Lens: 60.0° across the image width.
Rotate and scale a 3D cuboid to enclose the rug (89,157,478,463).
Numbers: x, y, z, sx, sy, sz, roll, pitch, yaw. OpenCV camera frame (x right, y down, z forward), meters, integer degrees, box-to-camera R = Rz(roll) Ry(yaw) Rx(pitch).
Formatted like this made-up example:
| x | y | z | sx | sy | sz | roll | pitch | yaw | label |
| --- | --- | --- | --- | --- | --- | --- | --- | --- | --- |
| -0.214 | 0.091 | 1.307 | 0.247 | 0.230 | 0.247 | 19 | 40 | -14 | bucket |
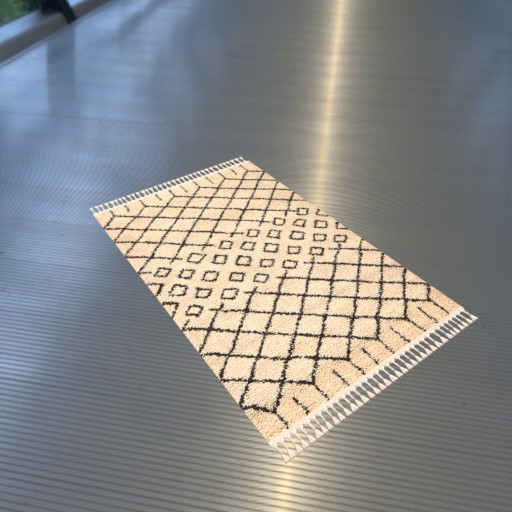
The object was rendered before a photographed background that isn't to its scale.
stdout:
| x | y | z | sx | sy | sz | roll | pitch | yaw | label |
| --- | --- | --- | --- | --- | --- | --- | --- | --- | --- |
| 0.000 | 0.000 | 2.486 | 1.196 | 0.008 | 2.006 | -25 | 47 | -26 | rug |
